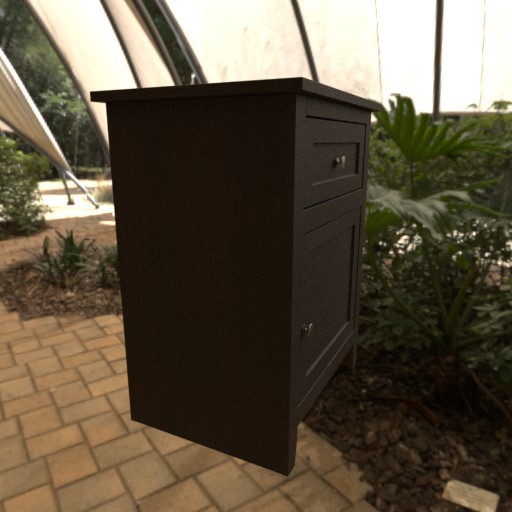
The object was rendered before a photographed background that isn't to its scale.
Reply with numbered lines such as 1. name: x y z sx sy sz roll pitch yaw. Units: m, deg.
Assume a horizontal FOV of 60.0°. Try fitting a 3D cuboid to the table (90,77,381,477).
1. table: 0.000 0.000 0.944 0.381 0.635 0.480 7 16 26
